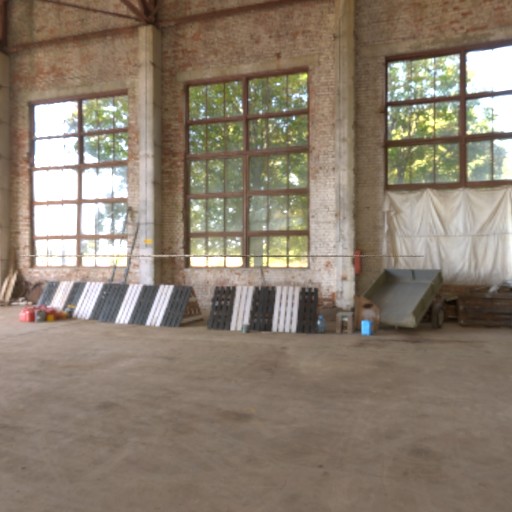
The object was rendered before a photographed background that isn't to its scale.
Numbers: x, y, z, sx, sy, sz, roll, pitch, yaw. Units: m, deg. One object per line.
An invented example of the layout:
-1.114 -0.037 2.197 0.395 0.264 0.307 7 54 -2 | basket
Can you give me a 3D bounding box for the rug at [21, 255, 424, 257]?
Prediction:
0.000 0.000 3.035 1.546 0.010 2.442 0 0 37 | rug
